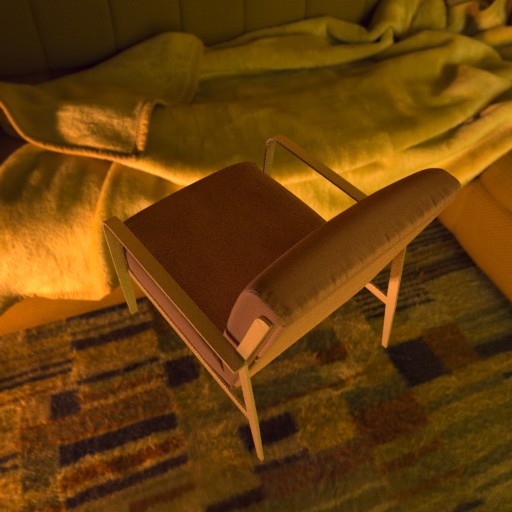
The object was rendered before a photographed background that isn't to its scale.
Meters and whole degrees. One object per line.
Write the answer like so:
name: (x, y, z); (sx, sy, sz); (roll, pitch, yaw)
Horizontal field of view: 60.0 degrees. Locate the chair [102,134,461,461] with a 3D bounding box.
chair: (0.000, 0.000, 1.437); (0.701, 0.823, 0.848); (-33, 56, -26)
